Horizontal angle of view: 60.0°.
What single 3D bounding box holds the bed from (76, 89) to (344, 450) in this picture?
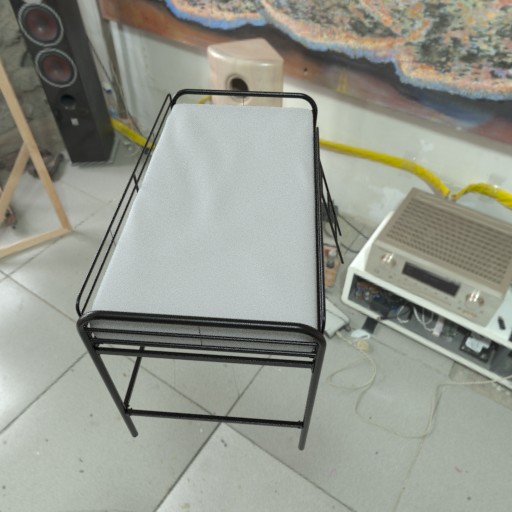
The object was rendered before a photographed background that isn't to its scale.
[{"bbox_3d":[0.000,0.000,2.892,1.393,1.289,1.968,3,47,3],"label":"bed"}]
